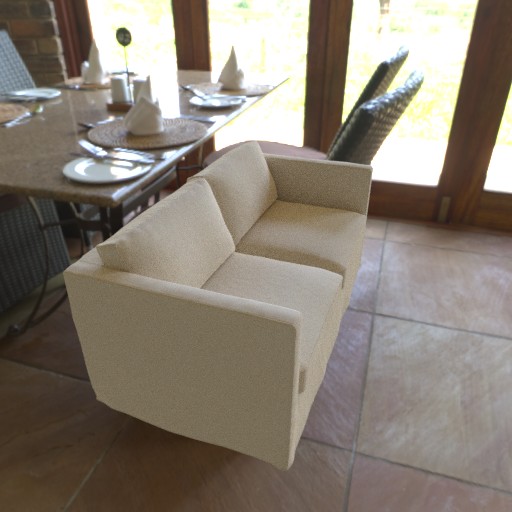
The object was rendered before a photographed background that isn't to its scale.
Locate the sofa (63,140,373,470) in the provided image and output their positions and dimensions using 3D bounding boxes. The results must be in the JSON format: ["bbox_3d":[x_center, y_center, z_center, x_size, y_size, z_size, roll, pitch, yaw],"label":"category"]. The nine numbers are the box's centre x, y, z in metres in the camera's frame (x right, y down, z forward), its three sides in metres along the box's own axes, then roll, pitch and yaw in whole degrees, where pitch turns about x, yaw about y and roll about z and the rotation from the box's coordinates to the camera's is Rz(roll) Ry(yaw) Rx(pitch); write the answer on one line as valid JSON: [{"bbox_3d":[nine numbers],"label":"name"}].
[{"bbox_3d":[0.000,0.000,2.380,0.962,0.834,1.746,11,32,18],"label":"sofa"}]
